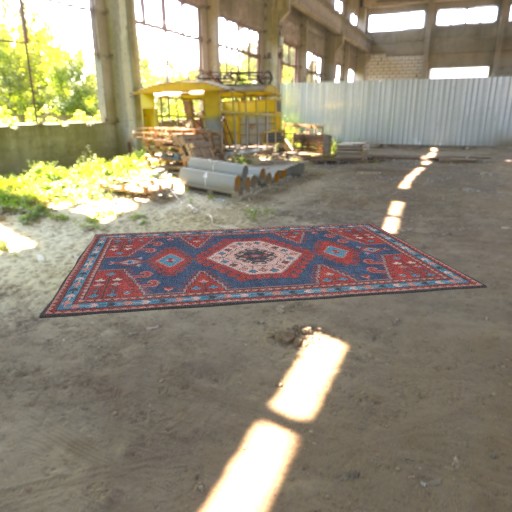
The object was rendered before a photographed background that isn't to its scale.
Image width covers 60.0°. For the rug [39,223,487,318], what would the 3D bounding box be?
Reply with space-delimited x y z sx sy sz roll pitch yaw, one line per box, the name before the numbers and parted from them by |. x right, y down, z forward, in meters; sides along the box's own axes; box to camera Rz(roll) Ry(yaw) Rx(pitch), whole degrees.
rug | 0.000 0.000 2.327 1.820 0.012 1.207 -3 18 -9
